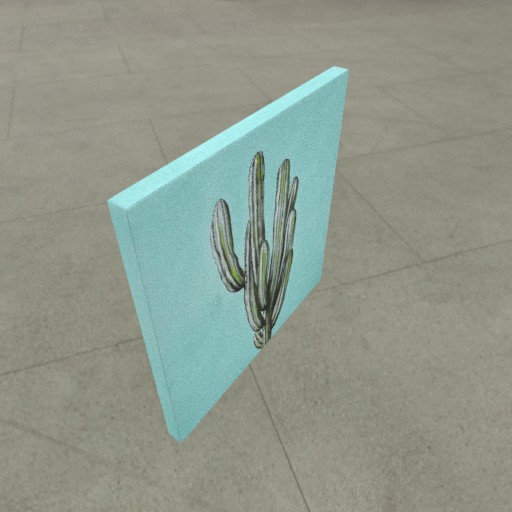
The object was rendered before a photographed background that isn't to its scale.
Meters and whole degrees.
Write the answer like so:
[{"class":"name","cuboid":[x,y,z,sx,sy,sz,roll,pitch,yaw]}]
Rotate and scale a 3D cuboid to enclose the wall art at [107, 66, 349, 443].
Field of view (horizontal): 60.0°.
[{"class":"wall art","cuboid":[0.000,0.000,1.178,0.054,0.766,0.765,25,47,26]}]
